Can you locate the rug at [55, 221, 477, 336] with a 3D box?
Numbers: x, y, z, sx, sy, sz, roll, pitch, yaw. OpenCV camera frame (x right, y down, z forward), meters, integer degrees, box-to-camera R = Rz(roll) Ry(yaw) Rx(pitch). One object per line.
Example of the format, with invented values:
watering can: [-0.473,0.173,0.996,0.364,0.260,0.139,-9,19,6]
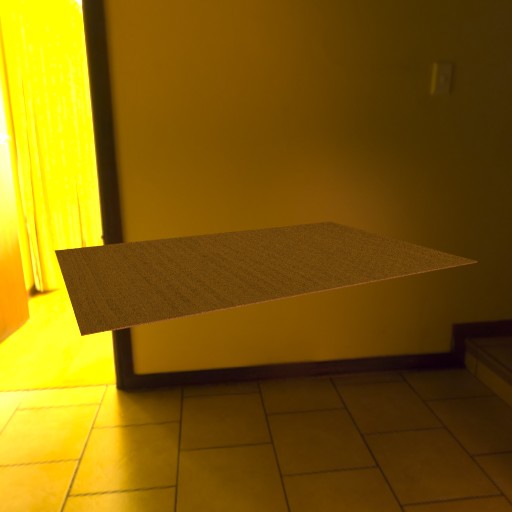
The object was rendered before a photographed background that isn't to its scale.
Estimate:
rug: [0.000,0.000,2.188,1.752,0.006,1.142,-8,17,-26]
